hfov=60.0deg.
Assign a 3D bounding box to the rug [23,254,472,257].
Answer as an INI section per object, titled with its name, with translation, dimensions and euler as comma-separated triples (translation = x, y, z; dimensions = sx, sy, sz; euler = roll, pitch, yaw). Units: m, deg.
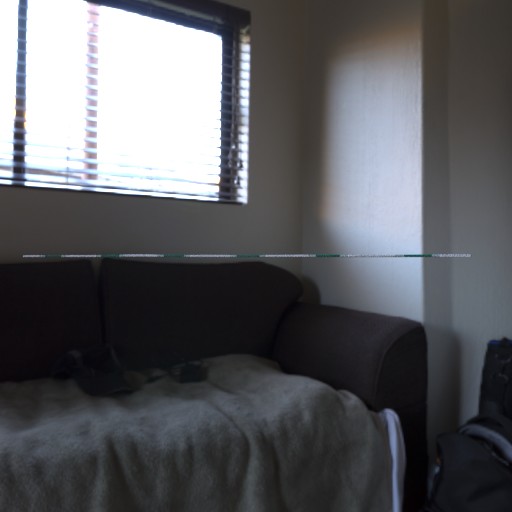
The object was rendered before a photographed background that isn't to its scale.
[rug]
translation = 0.000, 0.000, 2.983
dimensions = 2.436, 0.015, 1.521
euler = 0, 0, 19
